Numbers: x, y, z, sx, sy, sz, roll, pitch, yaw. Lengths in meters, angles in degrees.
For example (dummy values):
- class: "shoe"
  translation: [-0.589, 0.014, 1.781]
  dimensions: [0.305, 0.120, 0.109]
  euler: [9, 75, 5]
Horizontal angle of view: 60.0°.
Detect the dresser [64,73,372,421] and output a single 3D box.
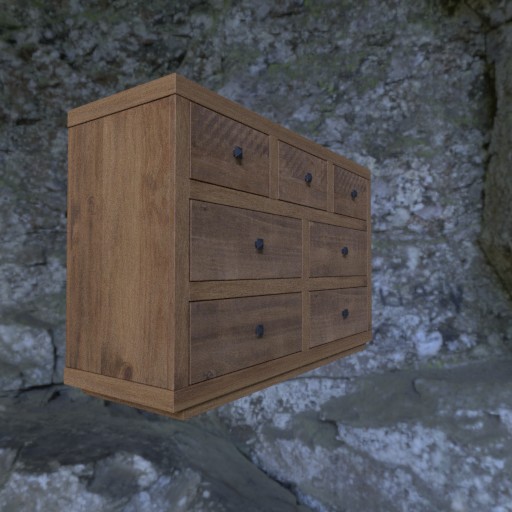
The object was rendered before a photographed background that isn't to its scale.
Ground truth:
- class: "dresser"
  translation: [0.000, 0.000, 1.664]
  dimensions: [0.479, 0.825, 1.261]
  euler: [-1, -2, 35]
